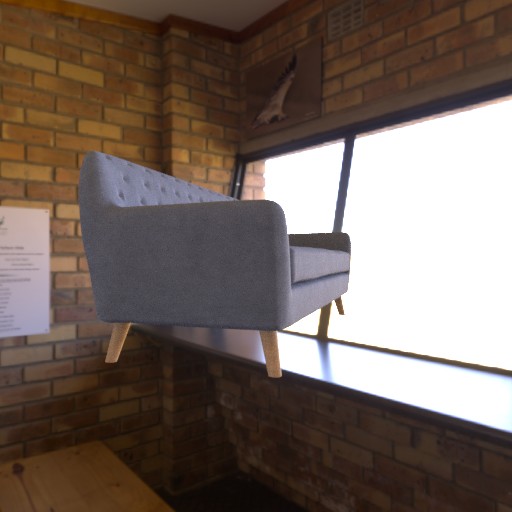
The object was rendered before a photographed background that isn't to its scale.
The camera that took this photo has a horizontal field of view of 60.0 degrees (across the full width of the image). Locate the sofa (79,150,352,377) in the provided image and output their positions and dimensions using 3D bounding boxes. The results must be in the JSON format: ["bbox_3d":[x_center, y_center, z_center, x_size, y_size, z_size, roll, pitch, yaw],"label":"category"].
[{"bbox_3d":[0.000,0.000,2.440,0.830,0.830,1.970,0,0,19],"label":"sofa"}]
